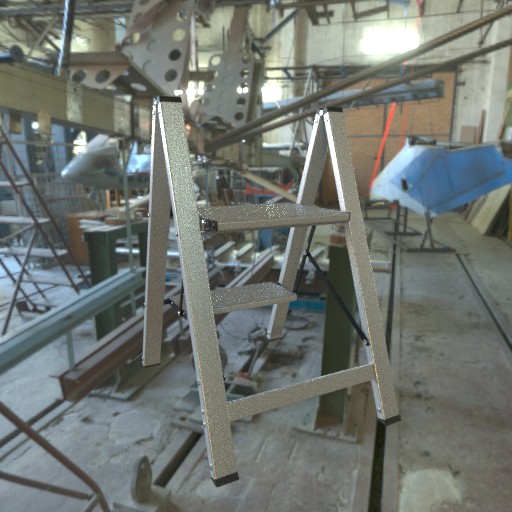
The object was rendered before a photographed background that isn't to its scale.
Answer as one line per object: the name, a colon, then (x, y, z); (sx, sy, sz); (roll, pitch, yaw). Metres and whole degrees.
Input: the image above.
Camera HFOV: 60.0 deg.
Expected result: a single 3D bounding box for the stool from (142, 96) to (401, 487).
stool: (0.000, 0.000, 1.021); (0.440, 0.670, 0.535); (-6, 14, -27)
